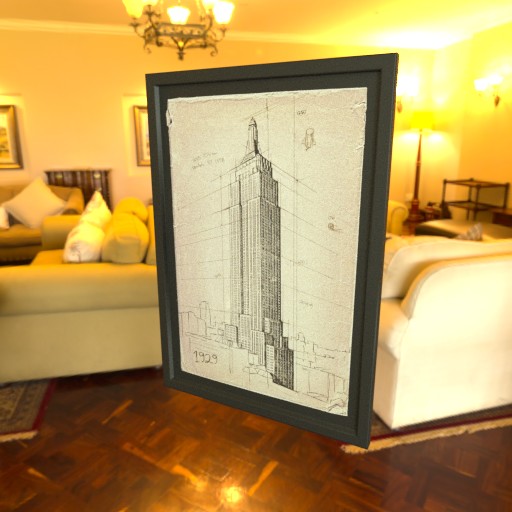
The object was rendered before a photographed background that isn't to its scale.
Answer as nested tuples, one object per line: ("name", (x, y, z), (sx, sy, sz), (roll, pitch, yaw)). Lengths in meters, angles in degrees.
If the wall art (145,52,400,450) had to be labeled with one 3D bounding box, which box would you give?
("wall art", (0.000, 0.000, 0.540), (0.303, 0.431, 0.013), (8, 16, 27))
